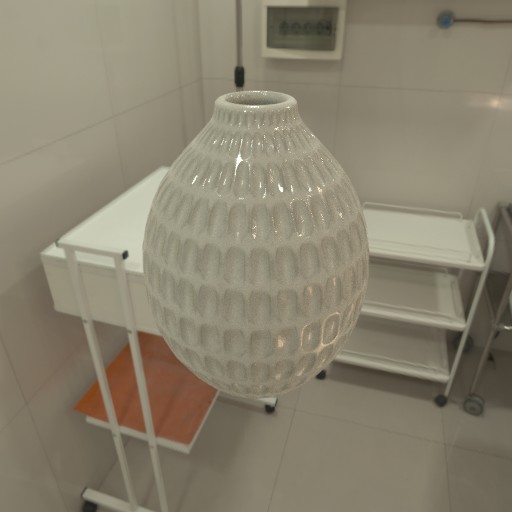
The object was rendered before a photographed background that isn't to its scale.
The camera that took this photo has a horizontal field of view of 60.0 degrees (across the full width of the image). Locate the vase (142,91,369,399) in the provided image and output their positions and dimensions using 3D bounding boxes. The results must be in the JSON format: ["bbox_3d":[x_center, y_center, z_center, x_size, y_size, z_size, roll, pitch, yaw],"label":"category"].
[{"bbox_3d":[0.000,0.000,0.325,0.162,0.223,0.162,0,31,0],"label":"vase"}]
